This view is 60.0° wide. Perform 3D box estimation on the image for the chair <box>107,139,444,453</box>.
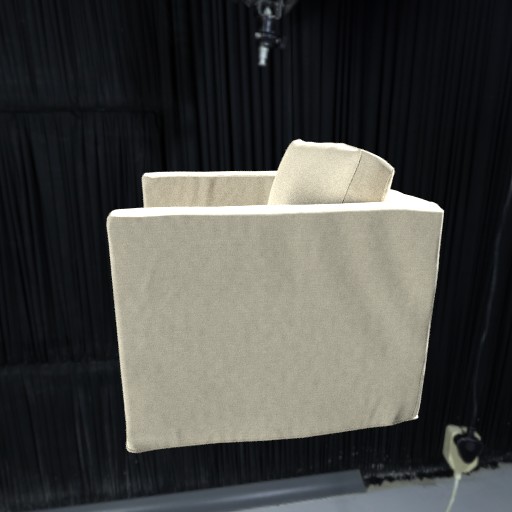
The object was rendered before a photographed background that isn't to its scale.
[{"bbox_3d":[0.000,0.000,1.728,0.949,0.867,1.057,-2,17,-8],"label":"chair"}]
